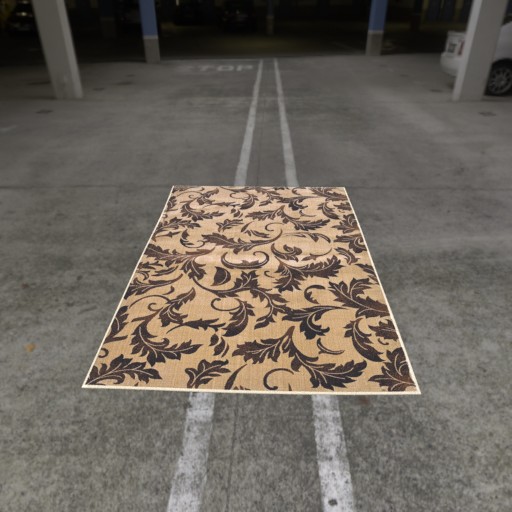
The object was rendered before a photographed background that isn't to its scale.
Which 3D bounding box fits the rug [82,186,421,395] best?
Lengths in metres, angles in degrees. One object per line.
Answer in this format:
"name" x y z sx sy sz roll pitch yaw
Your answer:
"rug" 0.000 0.000 2.929 1.522 0.008 2.284 1 32 1
